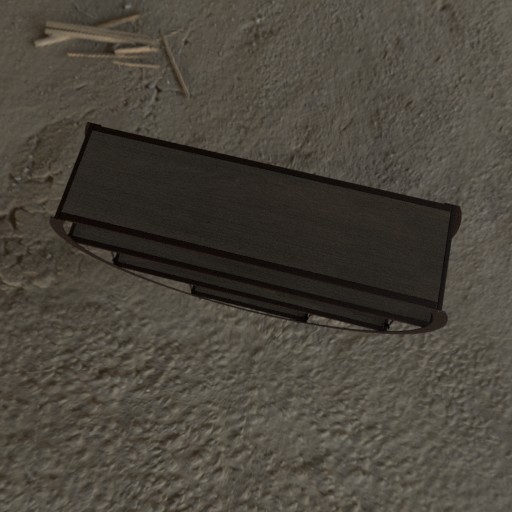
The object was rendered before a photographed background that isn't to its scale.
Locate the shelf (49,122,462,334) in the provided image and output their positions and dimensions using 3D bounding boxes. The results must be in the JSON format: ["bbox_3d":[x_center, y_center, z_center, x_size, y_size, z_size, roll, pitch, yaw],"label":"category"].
[{"bbox_3d":[0.000,0.000,1.876,1.403,1.063,0.344,13,76,4],"label":"shelf"}]
